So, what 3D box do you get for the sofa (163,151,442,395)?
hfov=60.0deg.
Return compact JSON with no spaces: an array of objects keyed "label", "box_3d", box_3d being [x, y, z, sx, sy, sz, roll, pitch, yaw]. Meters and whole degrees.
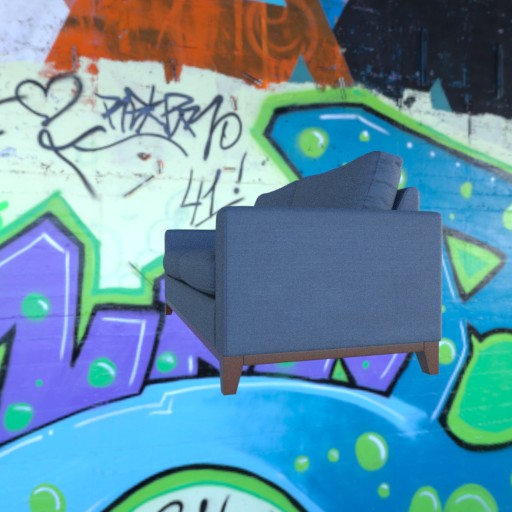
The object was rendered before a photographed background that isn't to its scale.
[{"label":"sofa","box_3d":[0.000,0.000,2.427,0.877,0.865,1.900,0,1,-17]}]
